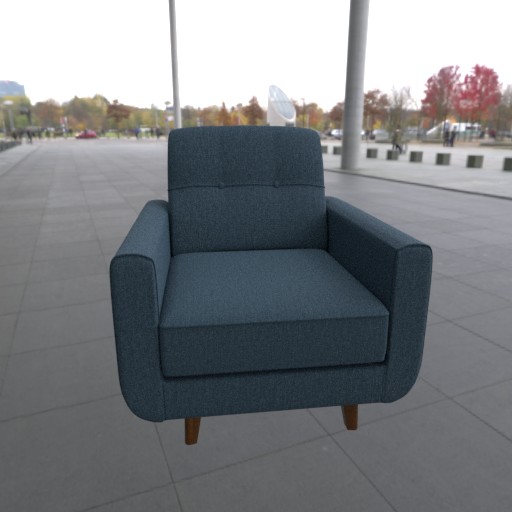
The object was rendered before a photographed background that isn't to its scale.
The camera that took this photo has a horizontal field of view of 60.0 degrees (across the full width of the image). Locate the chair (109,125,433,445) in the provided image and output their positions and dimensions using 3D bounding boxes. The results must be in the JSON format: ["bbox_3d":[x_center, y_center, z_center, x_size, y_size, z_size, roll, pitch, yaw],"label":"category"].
[{"bbox_3d":[0.000,0.000,1.650,0.880,0.940,0.964,-2,16,-7],"label":"chair"}]
